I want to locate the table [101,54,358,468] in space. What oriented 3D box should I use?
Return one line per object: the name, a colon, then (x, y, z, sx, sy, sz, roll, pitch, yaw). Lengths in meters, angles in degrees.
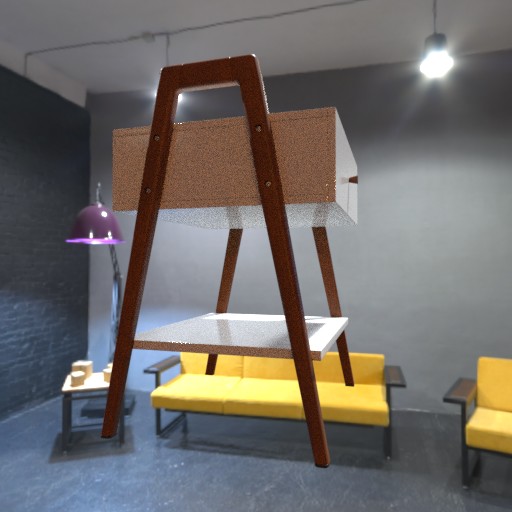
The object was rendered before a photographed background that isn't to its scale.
table: (0.000, 0.000, 0.900, 0.405, 0.610, 0.457, 0, -1, 17)
